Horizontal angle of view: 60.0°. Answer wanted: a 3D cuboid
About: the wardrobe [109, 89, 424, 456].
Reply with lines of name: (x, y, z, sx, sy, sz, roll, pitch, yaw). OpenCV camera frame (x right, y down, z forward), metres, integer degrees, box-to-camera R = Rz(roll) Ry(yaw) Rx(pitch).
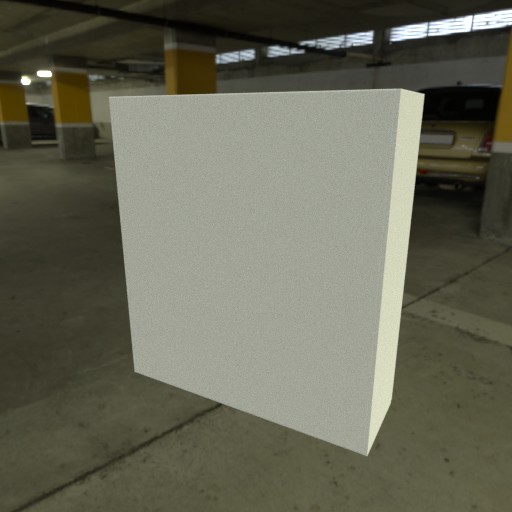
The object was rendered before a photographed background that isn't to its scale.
wardrobe: (0.000, 0.000, 2.968, 1.830, 2.020, 0.600, 10, 20, 28)
